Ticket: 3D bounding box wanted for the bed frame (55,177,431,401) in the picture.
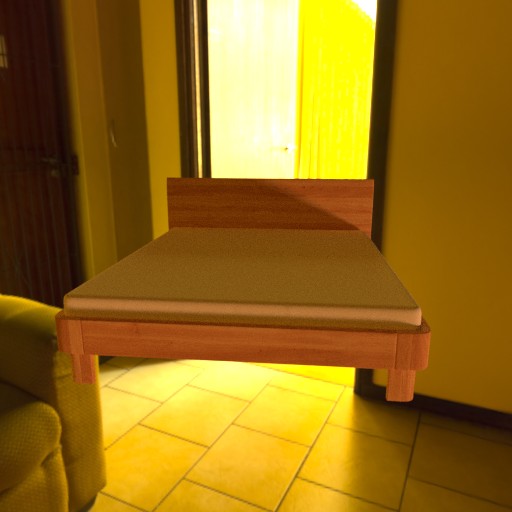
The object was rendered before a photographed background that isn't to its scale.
[{"bbox_3d":[0.000,0.000,3.112,1.872,0.940,2.092,1,14,6],"label":"bed frame"}]
